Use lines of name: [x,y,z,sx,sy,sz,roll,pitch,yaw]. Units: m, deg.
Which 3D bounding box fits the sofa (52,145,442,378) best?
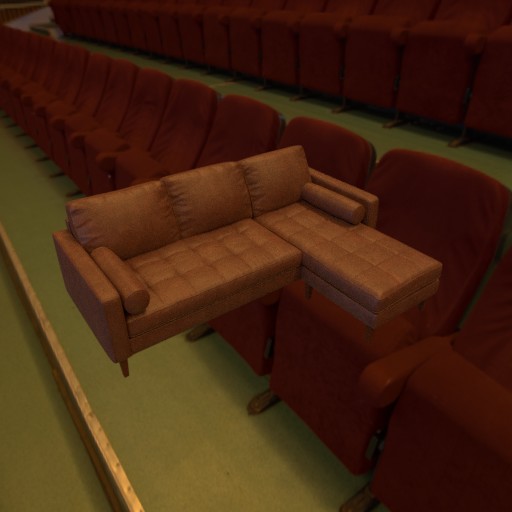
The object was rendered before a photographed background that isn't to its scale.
sofa: [0.000,0.000,2.982,2.185,0.841,1.613,-21,38,-30]
